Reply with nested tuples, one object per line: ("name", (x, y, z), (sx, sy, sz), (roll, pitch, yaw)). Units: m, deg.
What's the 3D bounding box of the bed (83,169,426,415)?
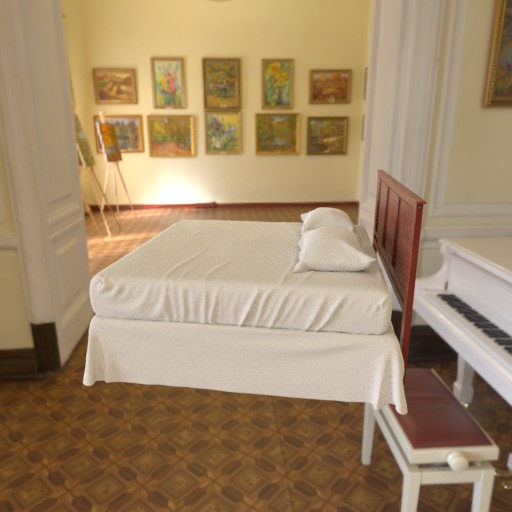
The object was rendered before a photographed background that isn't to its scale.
("bed", (0.000, 0.000, 3.701), (2.219, 1.271, 2.314), (2, 16, 8))
